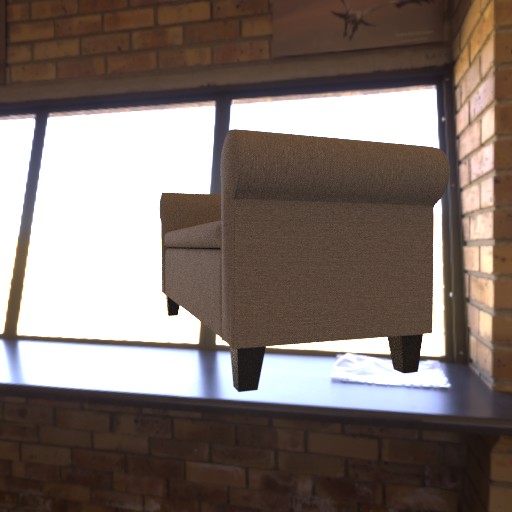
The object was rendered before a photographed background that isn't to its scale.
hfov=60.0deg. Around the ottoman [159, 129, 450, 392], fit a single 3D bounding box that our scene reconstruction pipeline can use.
[{"bbox_3d":[0.000,0.000,1.522,0.521,0.547,1.256,0,1,-19],"label":"ottoman"}]
